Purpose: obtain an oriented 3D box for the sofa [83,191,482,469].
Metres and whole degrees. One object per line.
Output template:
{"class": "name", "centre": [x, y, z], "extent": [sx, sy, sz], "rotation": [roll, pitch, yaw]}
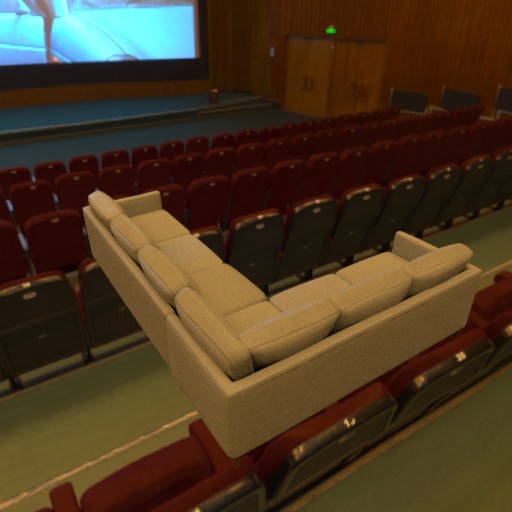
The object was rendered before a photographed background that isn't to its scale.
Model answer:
{"class": "sofa", "centre": [0.000, 0.000, 4.505], "extent": [2.592, 0.947, 3.301], "rotation": [-19, 35, -28]}
